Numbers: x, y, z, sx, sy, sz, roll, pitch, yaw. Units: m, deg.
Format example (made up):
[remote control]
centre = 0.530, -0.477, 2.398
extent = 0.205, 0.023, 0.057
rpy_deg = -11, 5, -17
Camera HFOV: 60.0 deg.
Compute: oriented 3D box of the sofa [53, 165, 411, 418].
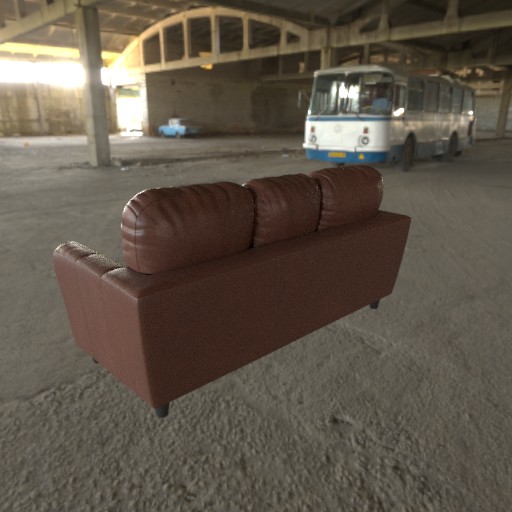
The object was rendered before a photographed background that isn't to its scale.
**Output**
[sofa]
centre = 0.000, 0.000, 2.409
extent = 1.862, 0.915, 0.802
rpy_deg = -16, 23, -41
